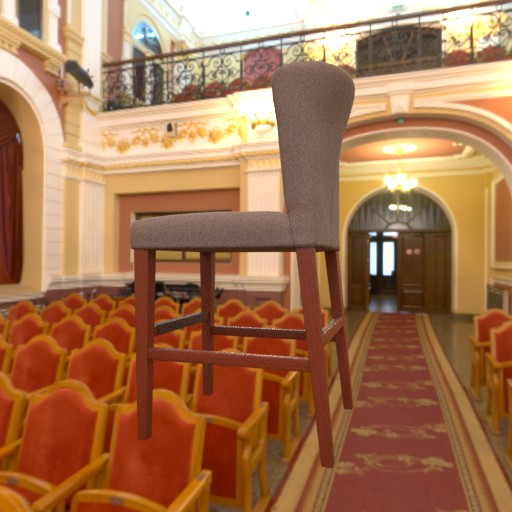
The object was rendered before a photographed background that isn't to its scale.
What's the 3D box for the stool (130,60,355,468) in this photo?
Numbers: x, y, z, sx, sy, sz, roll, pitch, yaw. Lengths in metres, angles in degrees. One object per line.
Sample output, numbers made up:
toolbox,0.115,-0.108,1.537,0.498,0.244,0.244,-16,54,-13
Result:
stool,0.000,0.000,1.297,0.568,0.968,0.481,0,-1,18
